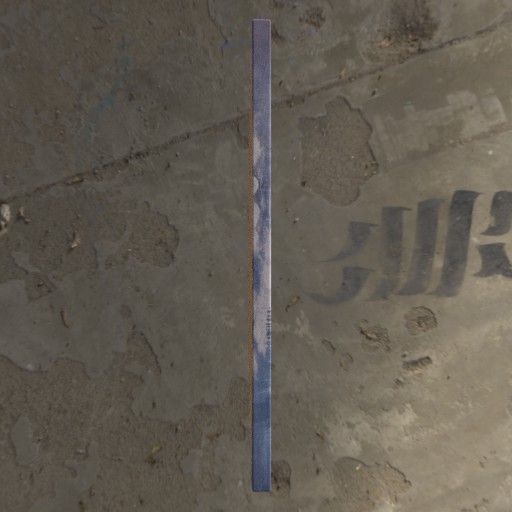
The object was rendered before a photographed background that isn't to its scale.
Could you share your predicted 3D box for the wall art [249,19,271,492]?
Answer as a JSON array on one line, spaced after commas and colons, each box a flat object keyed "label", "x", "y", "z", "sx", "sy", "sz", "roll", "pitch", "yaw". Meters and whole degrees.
[{"label": "wall art", "x": 0.000, "y": 0.000, "z": 1.278, "sx": 0.035, "sy": 0.897, "sz": 0.888, "roll": 0, "pitch": 90, "yaw": -1}]
